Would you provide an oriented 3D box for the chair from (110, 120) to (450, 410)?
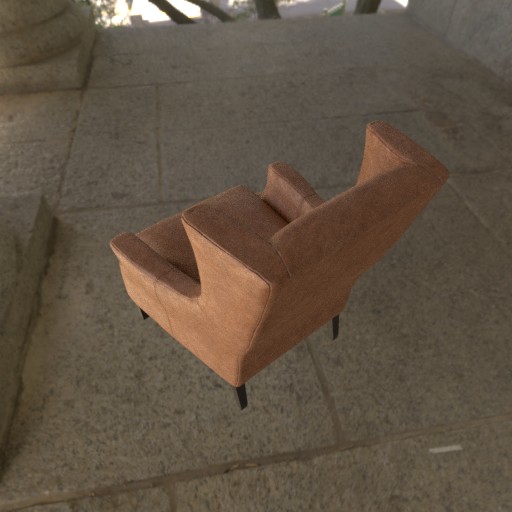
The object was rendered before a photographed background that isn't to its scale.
[{"bbox_3d":[0.000,0.000,1.680,0.853,1.016,0.926,-30,52,-27],"label":"chair"}]
